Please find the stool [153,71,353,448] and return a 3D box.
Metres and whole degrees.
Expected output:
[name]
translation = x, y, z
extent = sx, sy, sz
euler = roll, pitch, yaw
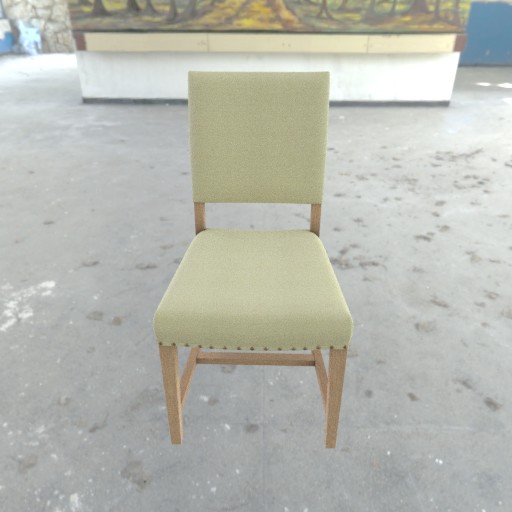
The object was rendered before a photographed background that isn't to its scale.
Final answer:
[stool]
translation = 0.000, 0.000, 1.357
extent = 0.508, 0.986, 0.623
euler = 1, 30, 1
